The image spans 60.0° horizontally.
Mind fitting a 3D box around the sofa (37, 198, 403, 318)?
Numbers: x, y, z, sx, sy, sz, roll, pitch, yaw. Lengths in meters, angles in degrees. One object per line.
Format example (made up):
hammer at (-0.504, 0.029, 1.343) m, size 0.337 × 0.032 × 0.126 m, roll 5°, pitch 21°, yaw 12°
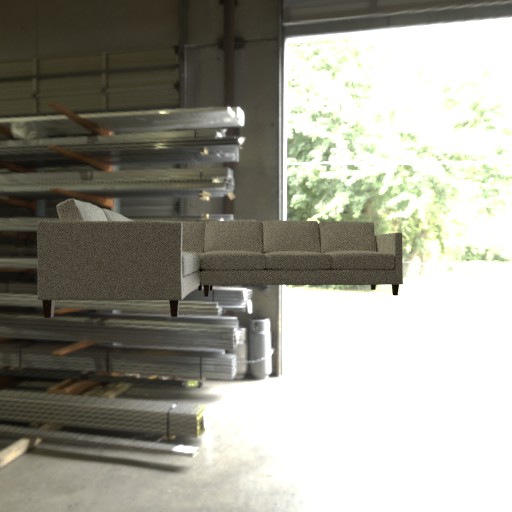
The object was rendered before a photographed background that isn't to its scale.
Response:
sofa at (0.000, 0.000, 4.366) m, size 3.182 × 0.863 × 2.432 m, roll 0°, pitch 0°, yaw -3°
